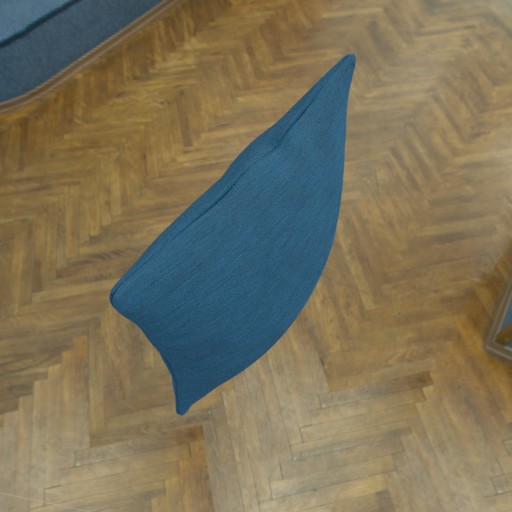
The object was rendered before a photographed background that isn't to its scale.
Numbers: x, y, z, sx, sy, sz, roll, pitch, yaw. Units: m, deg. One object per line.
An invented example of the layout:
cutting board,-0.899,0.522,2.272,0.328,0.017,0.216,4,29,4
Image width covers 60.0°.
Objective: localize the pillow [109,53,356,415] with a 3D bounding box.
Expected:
pillow,0.000,0.000,0.647,0.177,0.420,0.437,30,62,18
